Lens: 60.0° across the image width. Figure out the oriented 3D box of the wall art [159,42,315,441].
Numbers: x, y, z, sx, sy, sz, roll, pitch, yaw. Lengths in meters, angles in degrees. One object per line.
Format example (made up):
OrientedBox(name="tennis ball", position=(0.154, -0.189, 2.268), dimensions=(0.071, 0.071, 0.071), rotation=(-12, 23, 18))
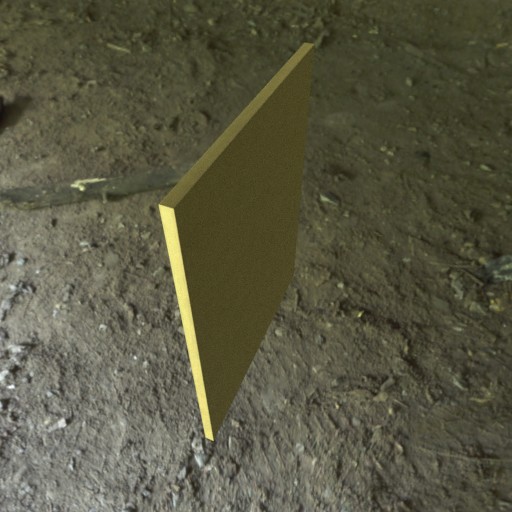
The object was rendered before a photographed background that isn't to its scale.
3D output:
OrientedBox(name="wall art", position=(0.000, 0.000, 1.379), dimensions=(0.030, 1.002, 0.798), rotation=(17, 48, 16))
